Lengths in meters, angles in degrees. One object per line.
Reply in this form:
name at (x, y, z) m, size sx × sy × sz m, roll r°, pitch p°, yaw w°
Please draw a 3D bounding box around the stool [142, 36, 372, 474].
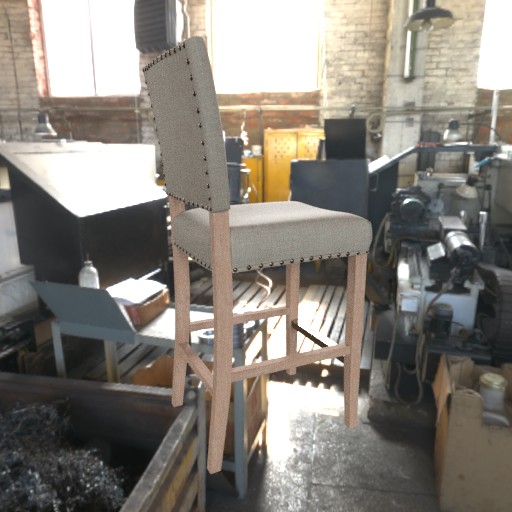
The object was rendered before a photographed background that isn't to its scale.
stool at (0.000, 0.000, 1.431) m, size 0.585 × 1.173 × 0.445 m, roll -7°, pitch 16°, yaw -26°
